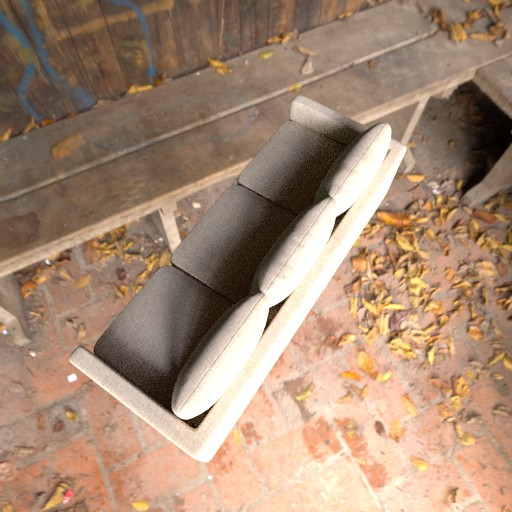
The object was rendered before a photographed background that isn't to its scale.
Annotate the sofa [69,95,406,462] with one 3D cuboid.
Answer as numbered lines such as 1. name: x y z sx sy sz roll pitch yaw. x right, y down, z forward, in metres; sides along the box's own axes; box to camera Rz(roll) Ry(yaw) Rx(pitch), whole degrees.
1. sofa: 0.000 0.000 2.733 0.859 0.874 2.218 31 68 15
